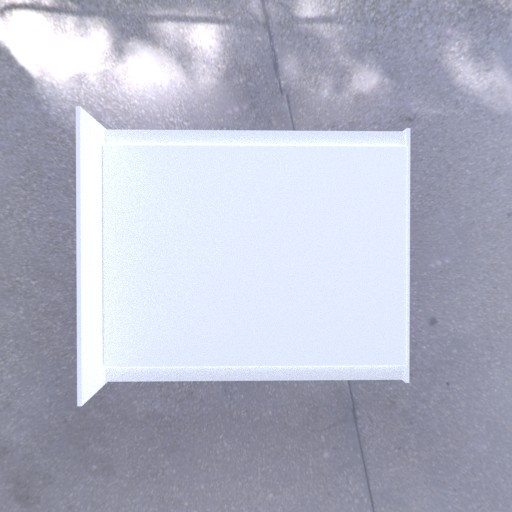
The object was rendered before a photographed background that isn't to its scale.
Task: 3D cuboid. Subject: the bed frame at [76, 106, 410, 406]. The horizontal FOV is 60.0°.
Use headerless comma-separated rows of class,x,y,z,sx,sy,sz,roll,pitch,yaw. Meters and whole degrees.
bed frame,0.000,0.000,2.818,1.960,0.800,1.622,0,91,-1
